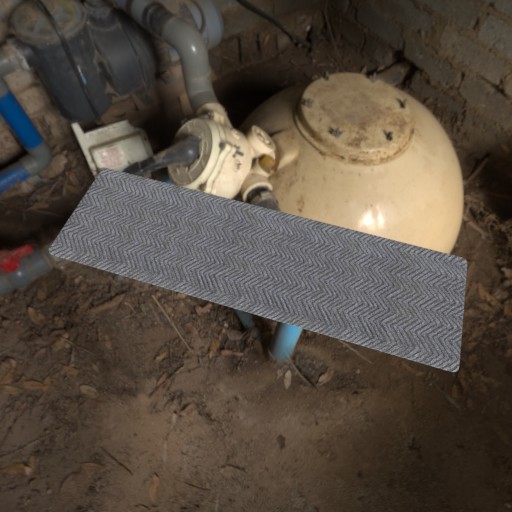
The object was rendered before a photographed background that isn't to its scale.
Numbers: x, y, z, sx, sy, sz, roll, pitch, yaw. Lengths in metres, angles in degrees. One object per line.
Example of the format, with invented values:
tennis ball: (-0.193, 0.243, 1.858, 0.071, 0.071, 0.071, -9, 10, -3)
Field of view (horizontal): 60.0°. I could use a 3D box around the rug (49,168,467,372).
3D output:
rug: (0.000, 0.000, 2.513, 2.286, 0.008, 0.686, 15, 59, 9)
